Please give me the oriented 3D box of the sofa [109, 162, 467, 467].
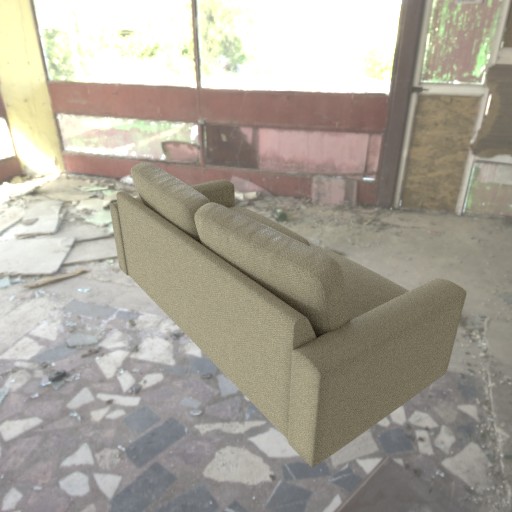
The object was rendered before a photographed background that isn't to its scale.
[{"bbox_3d":[0.000,0.000,2.712,1.016,0.873,2.179,-19,33,-32],"label":"sofa"}]
